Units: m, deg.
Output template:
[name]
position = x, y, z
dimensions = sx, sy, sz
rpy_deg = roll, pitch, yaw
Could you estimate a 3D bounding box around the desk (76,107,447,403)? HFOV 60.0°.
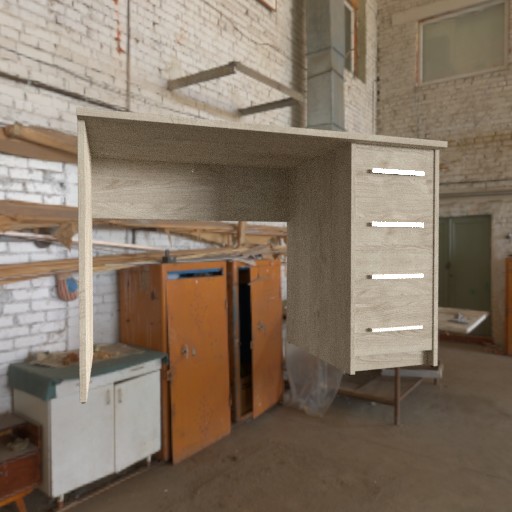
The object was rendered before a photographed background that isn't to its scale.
[desk]
position = 0.000, 0.000, 1.506
dimensions = 1.096, 0.730, 0.560
rpy_deg = 0, 1, -18
